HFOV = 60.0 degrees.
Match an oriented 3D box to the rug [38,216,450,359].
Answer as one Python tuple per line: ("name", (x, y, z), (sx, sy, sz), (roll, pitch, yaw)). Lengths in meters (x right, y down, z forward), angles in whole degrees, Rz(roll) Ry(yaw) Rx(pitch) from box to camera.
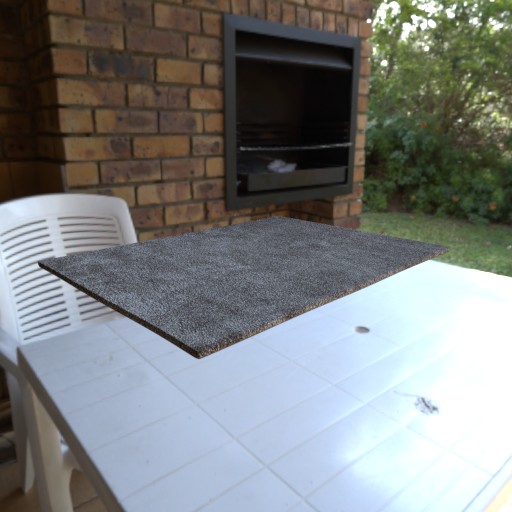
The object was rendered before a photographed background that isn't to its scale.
("rug", (0.000, 0.000, 2.133), (1.601, 0.025, 1.198), (-15, 21, -42))
